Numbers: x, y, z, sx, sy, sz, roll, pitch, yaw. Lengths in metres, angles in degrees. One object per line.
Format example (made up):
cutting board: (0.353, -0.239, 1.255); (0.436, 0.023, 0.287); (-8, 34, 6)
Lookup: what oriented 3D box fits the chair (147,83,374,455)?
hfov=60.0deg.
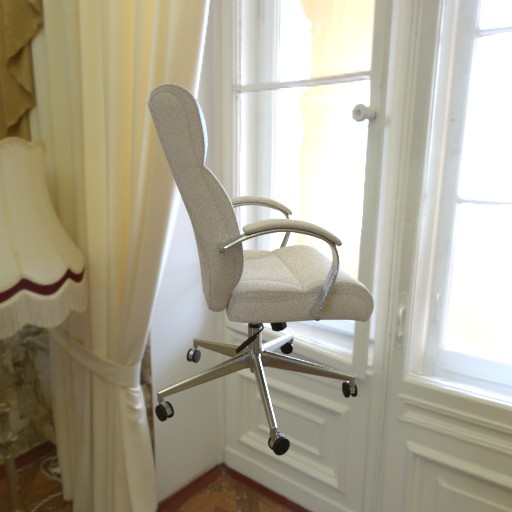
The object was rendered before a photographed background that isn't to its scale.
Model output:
chair: (0.000, 0.000, 1.575); (0.745, 1.099, 0.727); (-2, 14, -9)
